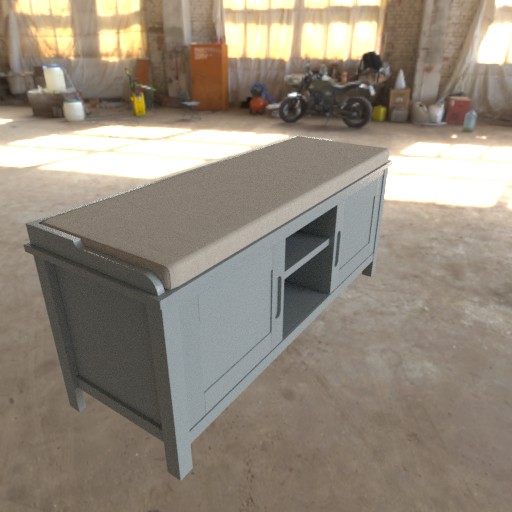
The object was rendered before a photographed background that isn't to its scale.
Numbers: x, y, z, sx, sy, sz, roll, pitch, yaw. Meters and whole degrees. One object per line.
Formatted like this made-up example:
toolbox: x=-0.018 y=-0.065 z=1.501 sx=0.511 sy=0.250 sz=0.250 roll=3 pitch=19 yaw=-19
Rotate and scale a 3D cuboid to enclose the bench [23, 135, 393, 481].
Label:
bench: x=0.000 y=0.000 z=1.336 sx=0.398 sy=0.501 sz=1.140 roll=17 pitch=31 yaw=30
